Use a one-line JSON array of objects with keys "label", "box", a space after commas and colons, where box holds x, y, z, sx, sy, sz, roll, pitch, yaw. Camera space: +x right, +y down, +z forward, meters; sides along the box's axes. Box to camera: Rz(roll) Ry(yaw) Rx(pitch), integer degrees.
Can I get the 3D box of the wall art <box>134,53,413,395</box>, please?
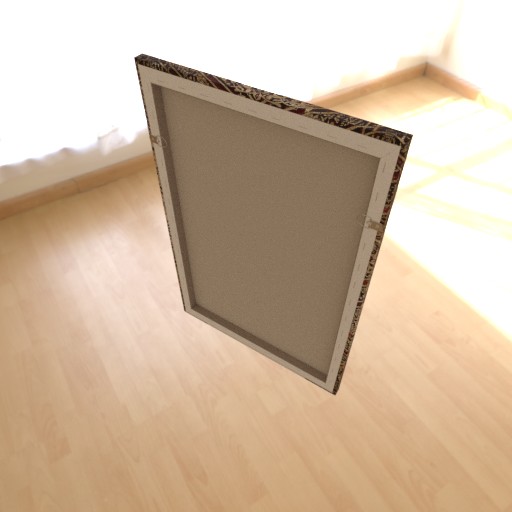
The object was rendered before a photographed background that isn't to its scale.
[{"label": "wall art", "box": [0.000, 0.000, 0.771, 0.397, 0.599, 0.020, 25, 52, 22]}]
